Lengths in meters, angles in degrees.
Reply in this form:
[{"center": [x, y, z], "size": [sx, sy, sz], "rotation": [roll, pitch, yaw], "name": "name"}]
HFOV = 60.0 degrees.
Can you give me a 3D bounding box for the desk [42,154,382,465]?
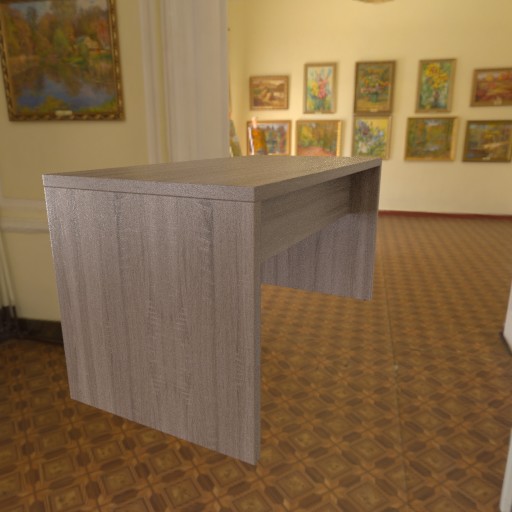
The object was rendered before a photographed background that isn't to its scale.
[{"center": [0.000, 0.000, 1.826], "size": [0.690, 0.745, 1.380], "rotation": [8, 17, 26], "name": "desk"}]
